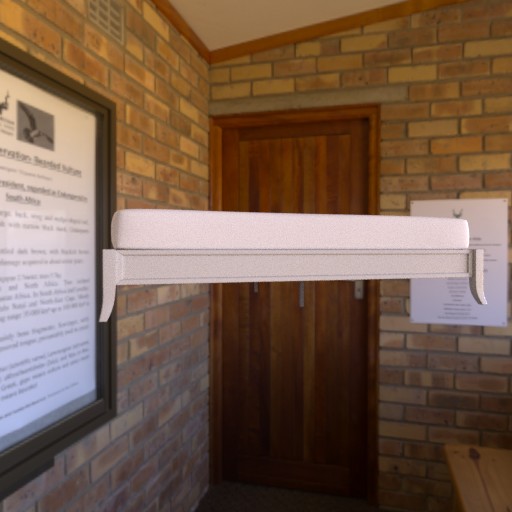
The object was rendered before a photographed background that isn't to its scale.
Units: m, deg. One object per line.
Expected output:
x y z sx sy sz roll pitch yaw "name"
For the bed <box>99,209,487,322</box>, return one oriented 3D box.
0.000 0.000 3.139 2.007 0.510 2.108 0 1 -17 "bed"
